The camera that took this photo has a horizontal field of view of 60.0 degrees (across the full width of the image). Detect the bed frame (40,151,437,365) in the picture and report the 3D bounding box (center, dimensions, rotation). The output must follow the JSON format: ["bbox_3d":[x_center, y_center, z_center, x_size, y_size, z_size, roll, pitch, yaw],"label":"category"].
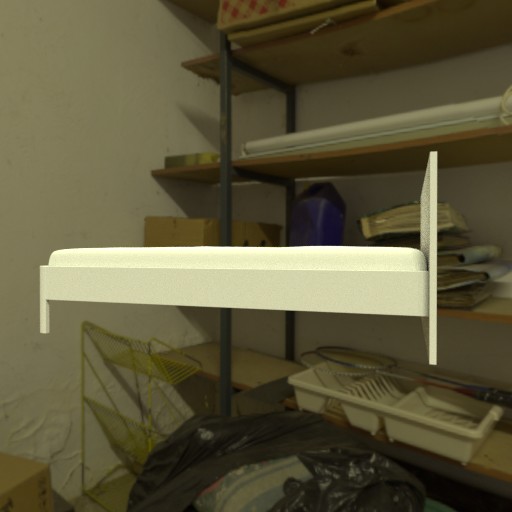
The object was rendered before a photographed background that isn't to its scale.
[{"bbox_3d":[0.000,0.000,2.685,1.950,0.800,1.490,0,1,19],"label":"bed frame"}]
